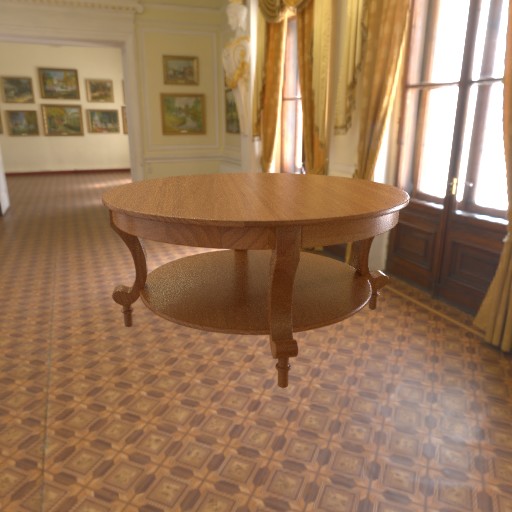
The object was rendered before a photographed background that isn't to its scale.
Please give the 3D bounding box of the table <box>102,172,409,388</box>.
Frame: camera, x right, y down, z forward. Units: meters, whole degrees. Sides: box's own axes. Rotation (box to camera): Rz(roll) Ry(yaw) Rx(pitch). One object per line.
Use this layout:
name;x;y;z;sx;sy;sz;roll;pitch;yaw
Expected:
table;0.000;0.000;1.624;1.029;0.490;1.029;0;17;0
